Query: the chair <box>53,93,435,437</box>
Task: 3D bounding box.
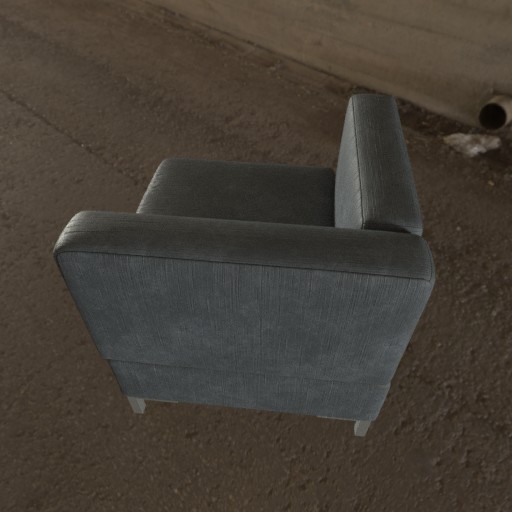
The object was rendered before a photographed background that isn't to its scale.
[{"bbox_3d":[0.000,0.000,1.182,0.680,0.660,0.680,4,46,4],"label":"chair"}]
